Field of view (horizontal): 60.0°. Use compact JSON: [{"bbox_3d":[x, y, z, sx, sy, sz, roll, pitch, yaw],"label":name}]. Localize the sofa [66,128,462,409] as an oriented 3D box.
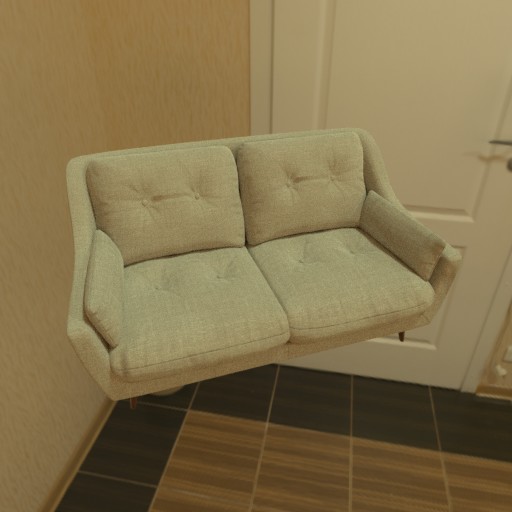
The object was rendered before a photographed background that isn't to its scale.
[{"bbox_3d":[0.000,0.000,2.132,1.652,0.888,0.965,-10,34,-15],"label":"sofa"}]
